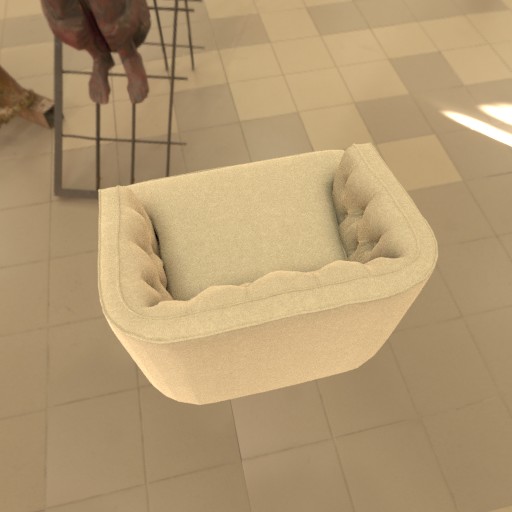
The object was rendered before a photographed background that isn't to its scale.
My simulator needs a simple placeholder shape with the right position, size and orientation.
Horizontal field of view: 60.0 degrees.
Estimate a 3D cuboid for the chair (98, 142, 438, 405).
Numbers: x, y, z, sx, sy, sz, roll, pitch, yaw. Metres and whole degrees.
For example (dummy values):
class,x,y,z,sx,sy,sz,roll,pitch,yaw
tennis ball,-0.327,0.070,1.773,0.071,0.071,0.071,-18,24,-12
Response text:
class,x,y,z,sx,sy,sz,roll,pitch,yaw
chair,0.000,0.000,1.800,1.104,0.852,0.941,-11,59,-7
